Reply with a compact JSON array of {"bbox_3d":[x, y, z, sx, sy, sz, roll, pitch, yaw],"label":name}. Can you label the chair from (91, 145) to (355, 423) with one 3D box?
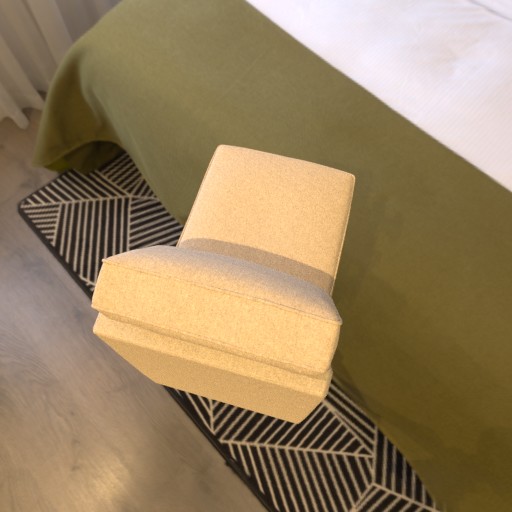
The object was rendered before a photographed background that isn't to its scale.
[{"bbox_3d":[0.000,0.000,1.705,0.674,1.058,1.020,14,65,7],"label":"chair"}]
